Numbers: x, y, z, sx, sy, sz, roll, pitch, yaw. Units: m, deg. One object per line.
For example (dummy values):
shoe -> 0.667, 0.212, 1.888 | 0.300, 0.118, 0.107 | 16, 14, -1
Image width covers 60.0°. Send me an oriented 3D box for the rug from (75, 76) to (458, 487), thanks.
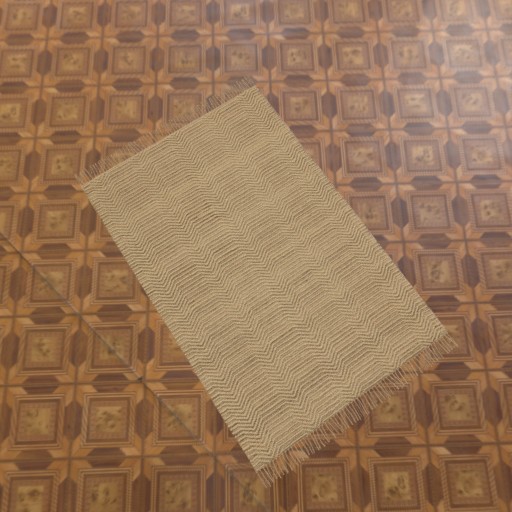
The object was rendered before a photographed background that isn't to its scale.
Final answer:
rug -> 0.000, 0.000, 2.459 | 1.224, 0.027, 2.021 | -33, 77, -9
